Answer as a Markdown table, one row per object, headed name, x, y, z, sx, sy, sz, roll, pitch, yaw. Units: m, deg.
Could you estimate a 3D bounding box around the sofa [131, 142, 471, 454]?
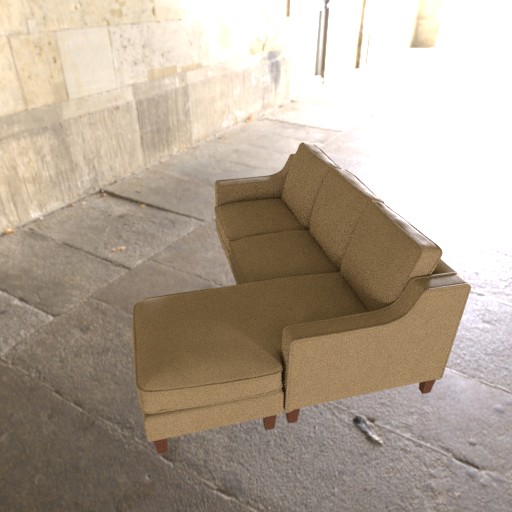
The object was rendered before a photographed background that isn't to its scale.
| name | x | y | z | sx | sy | sz | roll | pitch | yaw |
| --- | --- | --- | --- | --- | --- | --- | --- | --- | --- |
| sofa | 0.000 | 0.000 | 3.322 | 1.858 | 1.066 | 2.317 | -8 | 32 | -12 |
